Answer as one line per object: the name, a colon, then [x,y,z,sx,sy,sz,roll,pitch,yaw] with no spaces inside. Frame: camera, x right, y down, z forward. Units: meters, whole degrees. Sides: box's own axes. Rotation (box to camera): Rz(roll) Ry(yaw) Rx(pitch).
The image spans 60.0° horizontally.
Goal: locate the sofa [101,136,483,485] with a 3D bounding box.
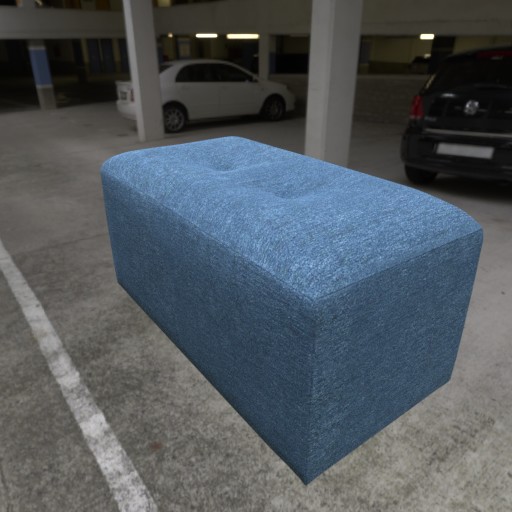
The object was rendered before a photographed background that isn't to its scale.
sofa: [0.000,0.000,1.158,0.480,0.470,0.930,-18,32,-32]
